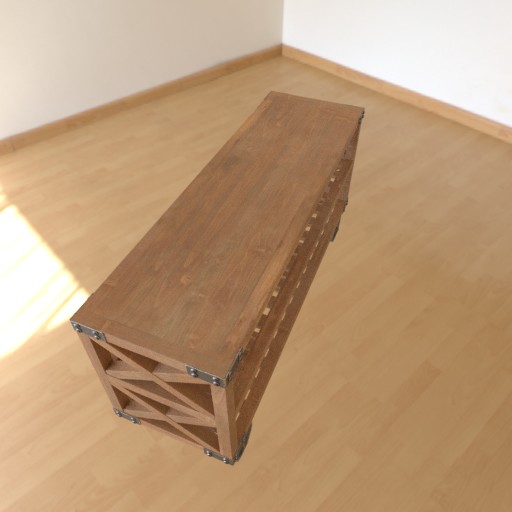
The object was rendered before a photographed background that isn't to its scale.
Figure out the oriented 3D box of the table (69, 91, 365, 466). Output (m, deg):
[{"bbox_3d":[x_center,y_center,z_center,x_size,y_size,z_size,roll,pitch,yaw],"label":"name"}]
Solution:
[{"bbox_3d":[0.000,0.000,1.838,0.467,0.711,1.487,16,47,16],"label":"table"}]
